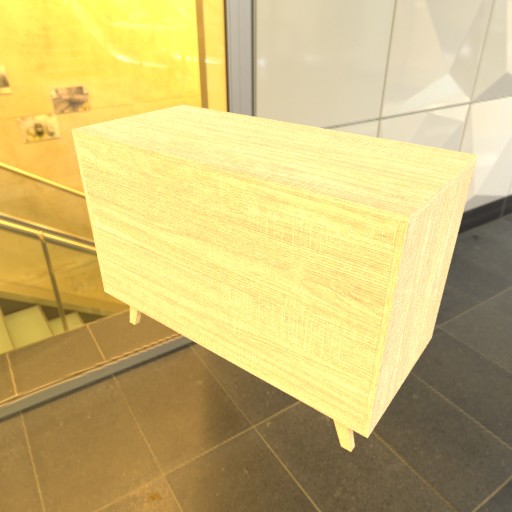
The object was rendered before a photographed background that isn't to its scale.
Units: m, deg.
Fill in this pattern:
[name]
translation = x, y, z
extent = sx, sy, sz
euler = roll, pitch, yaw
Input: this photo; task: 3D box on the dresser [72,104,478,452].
[dresser]
translation = 0.000, 0.000, 1.497
extent = 1.110, 0.780, 0.500
euler = 21, 36, 32
